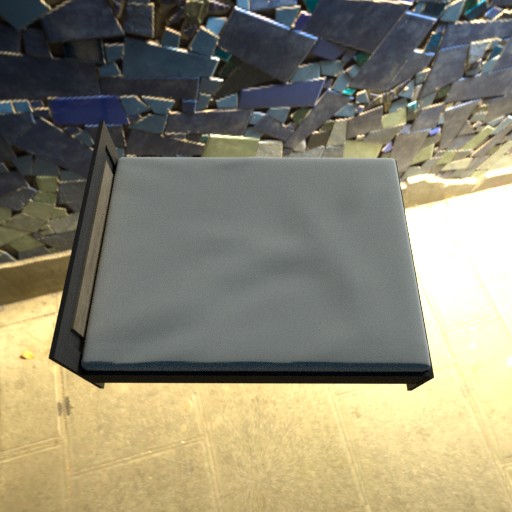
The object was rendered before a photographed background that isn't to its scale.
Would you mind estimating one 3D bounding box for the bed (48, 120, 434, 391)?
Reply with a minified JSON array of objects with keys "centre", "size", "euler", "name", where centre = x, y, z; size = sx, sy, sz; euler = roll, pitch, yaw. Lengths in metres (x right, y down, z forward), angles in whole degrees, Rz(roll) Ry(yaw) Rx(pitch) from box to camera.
[{"centre":[0.000,0.000,2.938],"size":[2.073,0.823,1.585],"euler":[0,63,0],"name":"bed"}]
